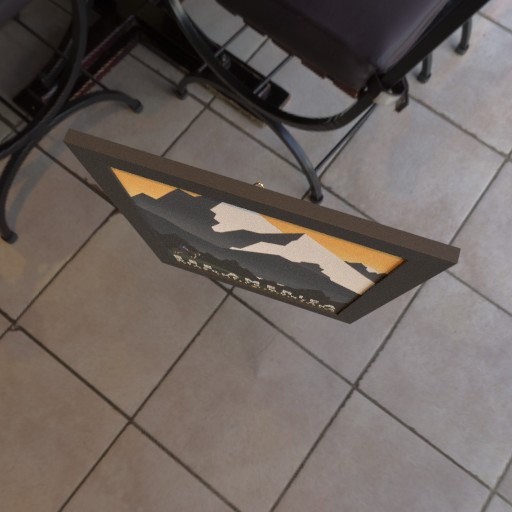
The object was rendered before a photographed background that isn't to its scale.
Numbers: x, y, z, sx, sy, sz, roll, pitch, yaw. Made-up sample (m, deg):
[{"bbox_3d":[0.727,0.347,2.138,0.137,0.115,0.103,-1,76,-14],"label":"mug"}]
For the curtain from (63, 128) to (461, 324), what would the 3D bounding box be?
[{"bbox_3d":[0.000,0.000,0.800,0.483,0.585,0.027,18,75,5],"label":"curtain"}]
